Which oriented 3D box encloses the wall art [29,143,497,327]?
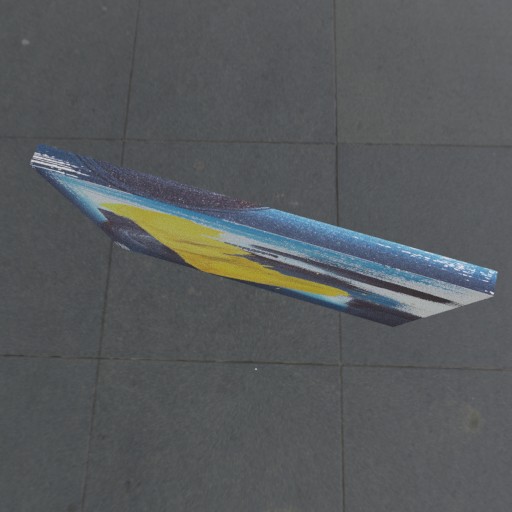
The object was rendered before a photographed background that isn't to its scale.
[{"bbox_3d":[0.000,0.000,0.758,0.609,0.406,0.033,16,76,4],"label":"wall art"}]
